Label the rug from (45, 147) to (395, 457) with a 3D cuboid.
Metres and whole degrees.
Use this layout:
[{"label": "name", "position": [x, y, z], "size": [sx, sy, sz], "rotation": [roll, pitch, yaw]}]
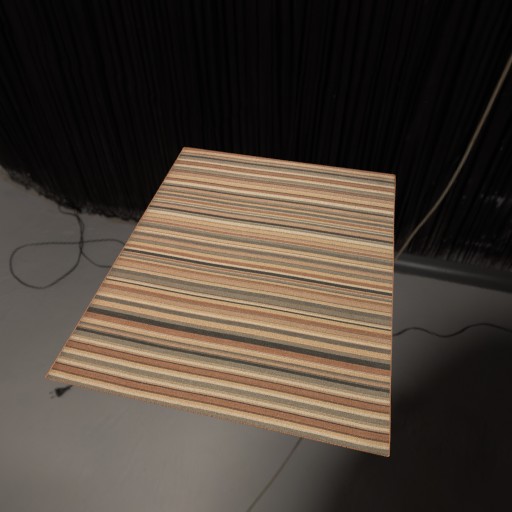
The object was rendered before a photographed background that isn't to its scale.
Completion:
[{"label": "rug", "position": [0.000, 0.000, 4.020], "size": [2.436, 0.011, 3.045], "rotation": [9, 48, 9]}]
